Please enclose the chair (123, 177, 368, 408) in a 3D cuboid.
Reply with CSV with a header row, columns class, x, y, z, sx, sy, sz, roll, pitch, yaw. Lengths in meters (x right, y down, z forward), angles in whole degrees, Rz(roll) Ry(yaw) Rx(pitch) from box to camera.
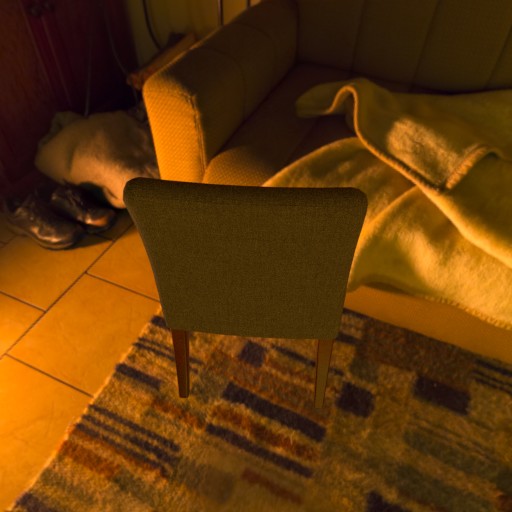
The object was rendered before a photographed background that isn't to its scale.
class,x,y,z,sx,sy,sz,roll,pitch,yaw
chair,0.000,0.000,1.338,0.508,0.952,0.655,3,46,3
